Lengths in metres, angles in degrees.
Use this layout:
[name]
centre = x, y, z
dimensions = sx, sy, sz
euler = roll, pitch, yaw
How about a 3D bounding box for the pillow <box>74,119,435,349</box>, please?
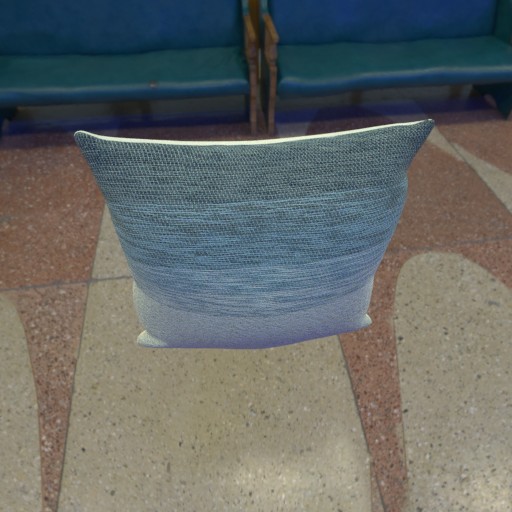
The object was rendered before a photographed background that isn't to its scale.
[pillow]
centre = 0.000, 0.000, 0.673
dimensions = 0.440, 0.441, 0.182
euler = -4, 46, -4
